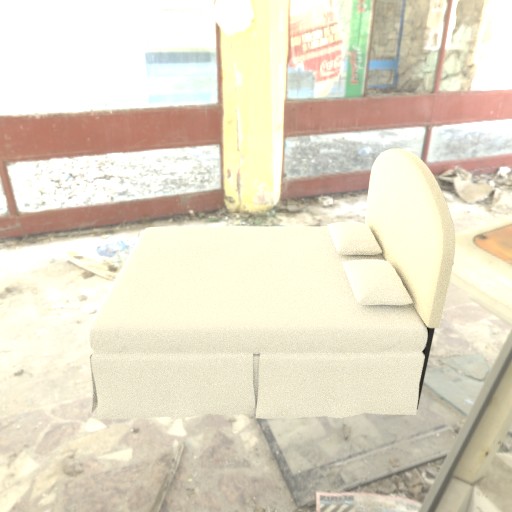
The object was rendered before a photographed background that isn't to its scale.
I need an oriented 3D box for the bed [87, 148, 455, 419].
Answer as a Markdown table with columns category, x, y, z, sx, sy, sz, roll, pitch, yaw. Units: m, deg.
| category | x | y | z | sx | sy | sz | roll | pitch | yaw |
| --- | --- | --- | --- | --- | --- | --- | --- | --- | --- |
| bed | 0.000 | 0.000 | 3.064 | 2.005 | 1.410 | 1.607 | 0 | 26 | 0 |
